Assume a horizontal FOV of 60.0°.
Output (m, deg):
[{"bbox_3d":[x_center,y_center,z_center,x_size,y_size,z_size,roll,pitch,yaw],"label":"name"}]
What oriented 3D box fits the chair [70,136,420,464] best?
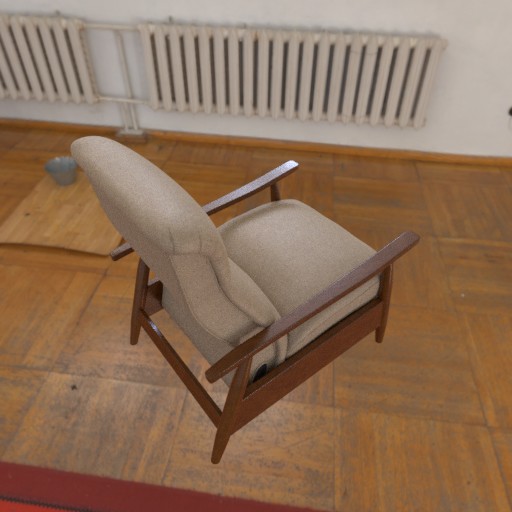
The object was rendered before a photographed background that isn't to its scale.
[{"bbox_3d":[0.000,0.000,1.754,1.030,1.082,0.762,-27,48,-27],"label":"chair"}]
